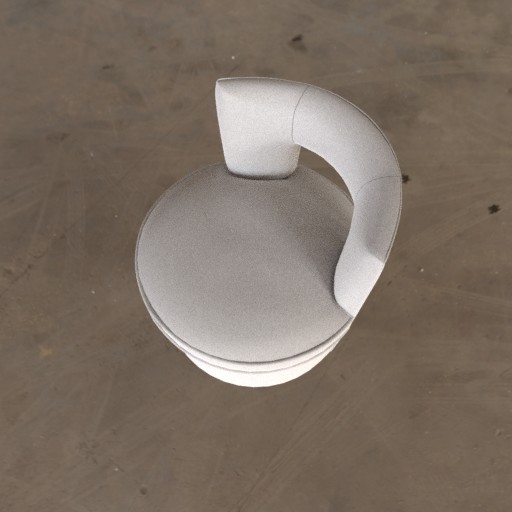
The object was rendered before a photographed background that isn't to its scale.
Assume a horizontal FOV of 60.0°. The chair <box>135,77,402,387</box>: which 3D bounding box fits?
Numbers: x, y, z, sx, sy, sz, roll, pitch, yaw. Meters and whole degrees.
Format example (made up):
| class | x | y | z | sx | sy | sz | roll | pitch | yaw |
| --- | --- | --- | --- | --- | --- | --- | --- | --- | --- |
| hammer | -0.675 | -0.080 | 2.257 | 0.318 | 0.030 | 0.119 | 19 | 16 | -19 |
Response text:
| class | x | y | z | sx | sy | sz | roll | pitch | yaw |
| --- | --- | --- | --- | --- | --- | --- | --- | --- | --- |
| chair | 0.000 | 0.000 | 1.259 | 0.665 | 0.723 | 0.650 | -31 | 67 | -15 |
